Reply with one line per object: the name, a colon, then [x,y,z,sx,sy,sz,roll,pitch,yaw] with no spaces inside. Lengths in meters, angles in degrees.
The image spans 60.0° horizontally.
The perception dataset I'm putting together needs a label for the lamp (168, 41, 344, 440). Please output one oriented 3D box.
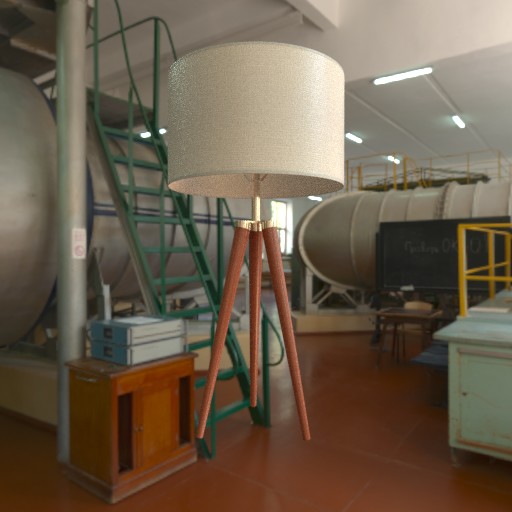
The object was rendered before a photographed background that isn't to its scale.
lamp: [0.000,0.000,0.909,0.354,0.709,0.355,0,1,-19]
